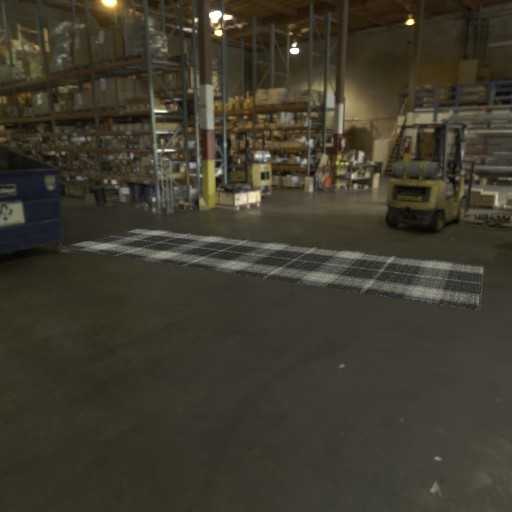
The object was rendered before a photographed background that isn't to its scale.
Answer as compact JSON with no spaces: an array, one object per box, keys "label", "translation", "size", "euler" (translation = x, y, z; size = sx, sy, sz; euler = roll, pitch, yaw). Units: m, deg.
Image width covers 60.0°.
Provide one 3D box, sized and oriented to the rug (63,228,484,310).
[{"label":"rug","translation":[0.000,0.000,2.654],"size":[2.434,0.012,0.760],"euler":[7,16,27]}]
